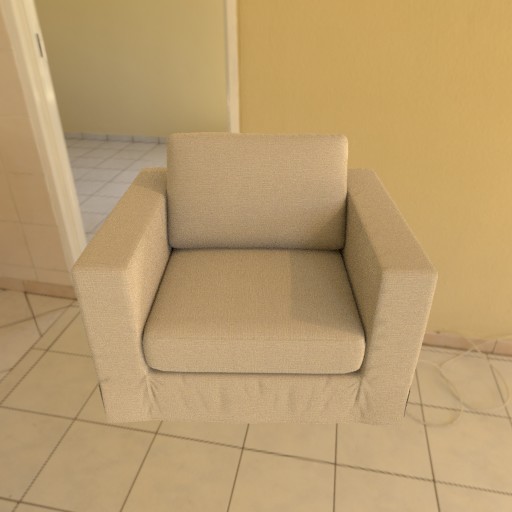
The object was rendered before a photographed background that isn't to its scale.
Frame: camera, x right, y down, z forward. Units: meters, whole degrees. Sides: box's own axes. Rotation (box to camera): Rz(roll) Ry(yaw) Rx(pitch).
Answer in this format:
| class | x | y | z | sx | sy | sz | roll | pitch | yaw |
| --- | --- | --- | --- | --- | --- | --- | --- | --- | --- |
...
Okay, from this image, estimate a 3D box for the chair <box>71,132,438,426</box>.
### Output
| class | x | y | z | sx | sy | sz | roll | pitch | yaw |
| --- | --- | --- | --- | --- | --- | --- | --- | --- | --- |
| chair | 0.000 | 0.000 | 1.823 | 1.150 | 0.878 | 0.957 | 1 | 30 | 1 |
